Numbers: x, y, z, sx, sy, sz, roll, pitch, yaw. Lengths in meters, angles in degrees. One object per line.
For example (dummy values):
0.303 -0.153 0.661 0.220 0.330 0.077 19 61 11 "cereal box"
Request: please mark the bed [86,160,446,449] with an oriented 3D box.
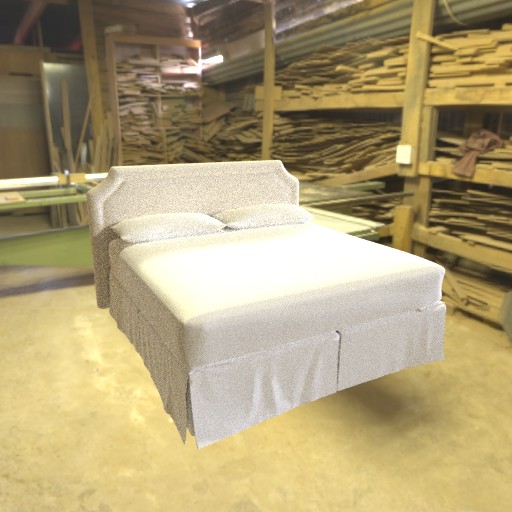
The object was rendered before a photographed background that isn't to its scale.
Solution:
0.000 0.000 3.498 2.160 1.301 2.204 -9 18 -27 "bed"
